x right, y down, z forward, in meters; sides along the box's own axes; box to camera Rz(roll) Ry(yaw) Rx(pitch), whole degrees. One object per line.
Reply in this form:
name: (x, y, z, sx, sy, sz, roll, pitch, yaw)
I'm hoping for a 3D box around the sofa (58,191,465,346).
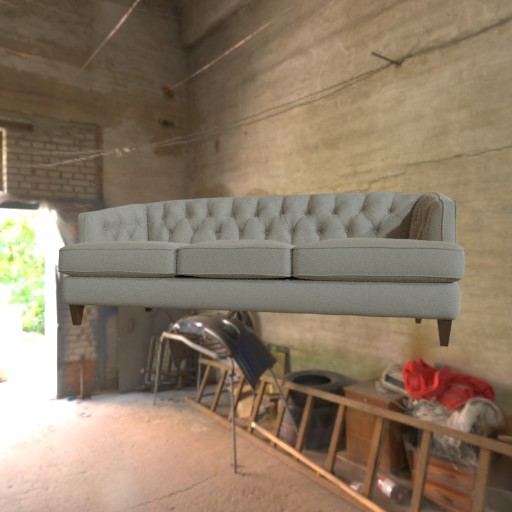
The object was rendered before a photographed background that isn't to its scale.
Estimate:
sofa: (0.000, 0.000, 2.771, 2.278, 0.855, 0.941, 0, 0, 17)
